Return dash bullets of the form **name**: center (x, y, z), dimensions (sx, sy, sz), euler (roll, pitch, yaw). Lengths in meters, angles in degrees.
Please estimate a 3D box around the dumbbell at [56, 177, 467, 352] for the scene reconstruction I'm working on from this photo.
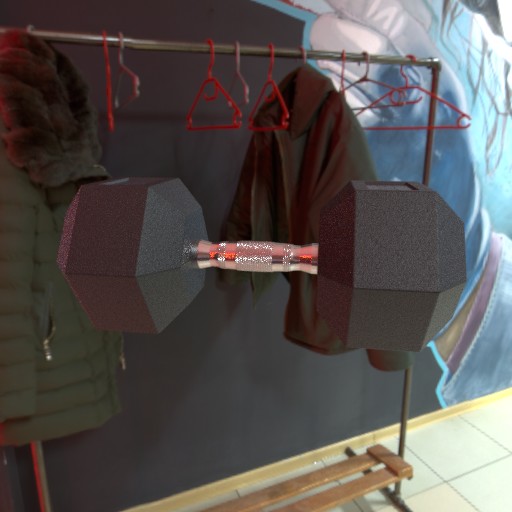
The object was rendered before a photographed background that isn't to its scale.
- **dumbbell**: center (0.000, 0.000, 0.325), dimensions (0.271, 0.106, 0.122), euler (2, 16, 9)
